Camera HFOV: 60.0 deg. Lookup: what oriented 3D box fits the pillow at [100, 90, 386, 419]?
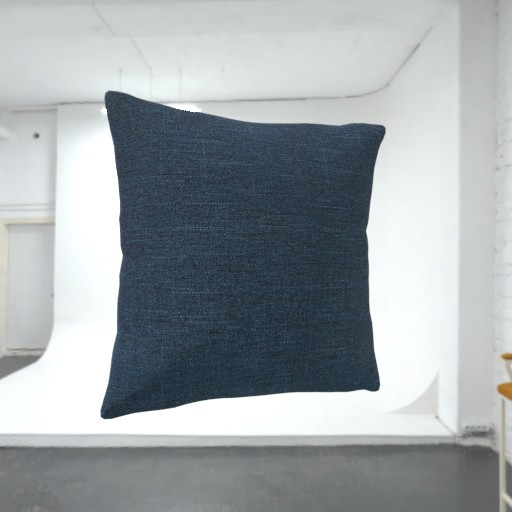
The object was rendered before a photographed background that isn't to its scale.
[{"bbox_3d":[0.000,0.000,0.657,0.435,0.435,0.159,0,0,-19],"label":"pillow"}]
